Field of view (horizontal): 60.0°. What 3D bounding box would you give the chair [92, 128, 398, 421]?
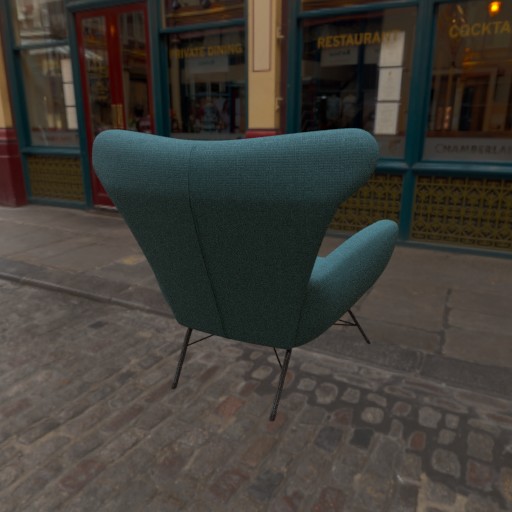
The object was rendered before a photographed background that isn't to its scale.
[{"bbox_3d":[0.000,0.000,1.790,1.050,0.980,0.900,8,17,26],"label":"chair"}]
